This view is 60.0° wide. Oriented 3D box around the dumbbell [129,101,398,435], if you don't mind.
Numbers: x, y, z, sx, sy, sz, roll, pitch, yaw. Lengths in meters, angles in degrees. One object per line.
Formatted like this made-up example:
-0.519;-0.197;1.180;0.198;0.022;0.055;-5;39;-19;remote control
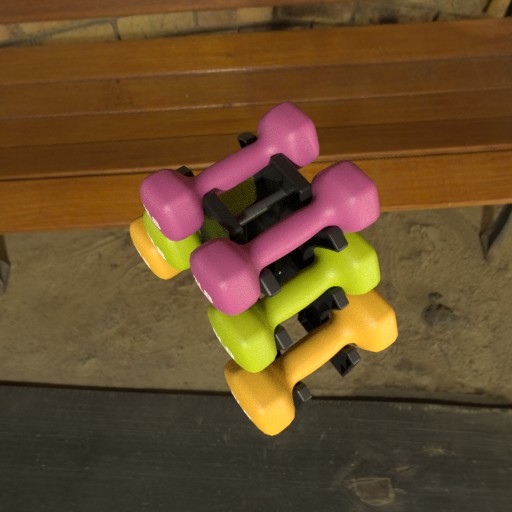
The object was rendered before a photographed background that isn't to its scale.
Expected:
0.000;0.000;0.463;0.190;0.271;0.300;-32;68;-15;dumbbell
